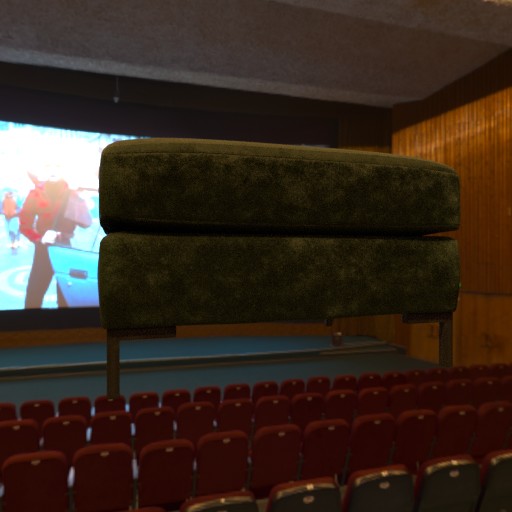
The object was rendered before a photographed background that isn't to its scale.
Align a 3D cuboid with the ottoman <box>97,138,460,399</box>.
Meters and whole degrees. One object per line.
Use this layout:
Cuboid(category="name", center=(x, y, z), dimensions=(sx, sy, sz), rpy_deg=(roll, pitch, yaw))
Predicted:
Cuboid(category="ottoman", center=(0.000, 0.000, 1.269), dimensions=(0.839, 0.538, 0.701), rpy_deg=(0, 0, -18))
